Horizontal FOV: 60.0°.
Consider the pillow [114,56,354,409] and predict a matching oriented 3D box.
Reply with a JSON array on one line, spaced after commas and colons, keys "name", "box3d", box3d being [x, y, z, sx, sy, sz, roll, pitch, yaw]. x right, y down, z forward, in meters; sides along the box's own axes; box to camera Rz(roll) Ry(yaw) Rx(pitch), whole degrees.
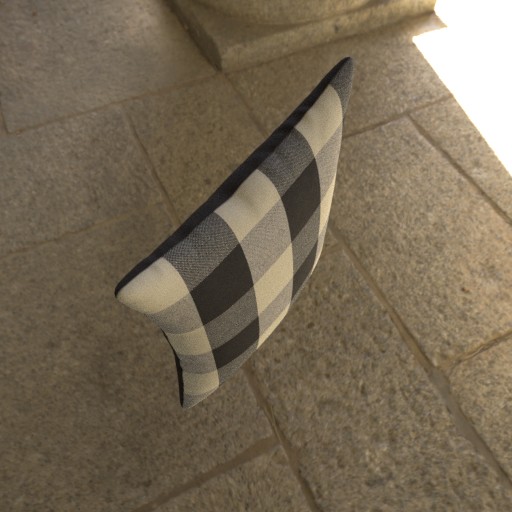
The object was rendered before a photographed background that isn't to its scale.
[{"name": "pillow", "box3d": [0.000, 0.000, 0.793, 0.161, 0.509, 0.511, 31, 63, 18]}]
